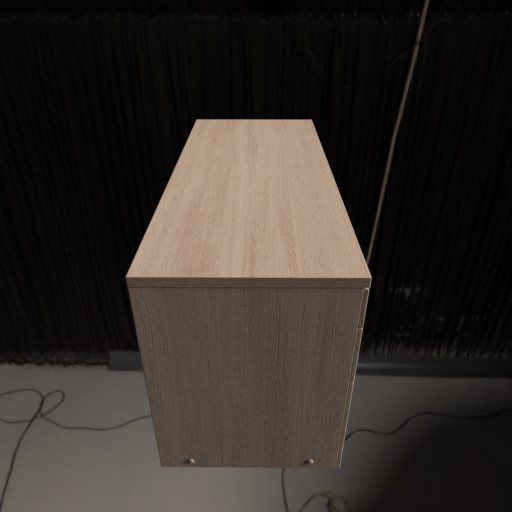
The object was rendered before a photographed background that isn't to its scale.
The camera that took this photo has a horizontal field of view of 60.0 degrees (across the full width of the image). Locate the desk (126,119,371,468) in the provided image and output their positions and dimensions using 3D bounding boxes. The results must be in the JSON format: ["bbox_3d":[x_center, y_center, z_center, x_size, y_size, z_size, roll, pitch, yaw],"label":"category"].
[{"bbox_3d":[0.000,0.000,1.813,0.600,0.740,1.390,0,32,0],"label":"desk"}]
